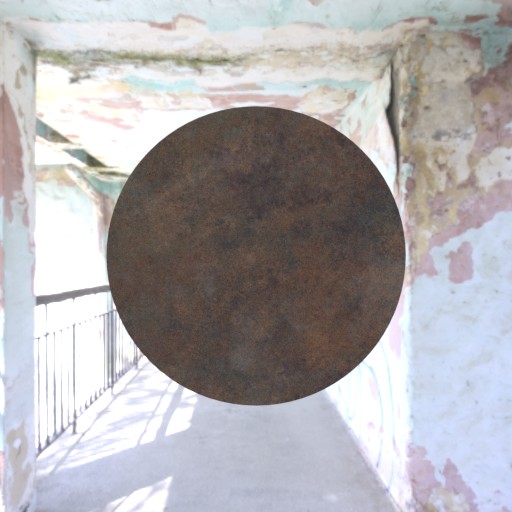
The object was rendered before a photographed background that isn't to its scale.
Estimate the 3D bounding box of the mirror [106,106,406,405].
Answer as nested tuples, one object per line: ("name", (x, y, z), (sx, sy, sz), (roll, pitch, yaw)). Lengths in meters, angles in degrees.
("mirror", (0.000, 0.000, 0.896), (0.585, 0.585, 0.061), (0, 0, 0))
